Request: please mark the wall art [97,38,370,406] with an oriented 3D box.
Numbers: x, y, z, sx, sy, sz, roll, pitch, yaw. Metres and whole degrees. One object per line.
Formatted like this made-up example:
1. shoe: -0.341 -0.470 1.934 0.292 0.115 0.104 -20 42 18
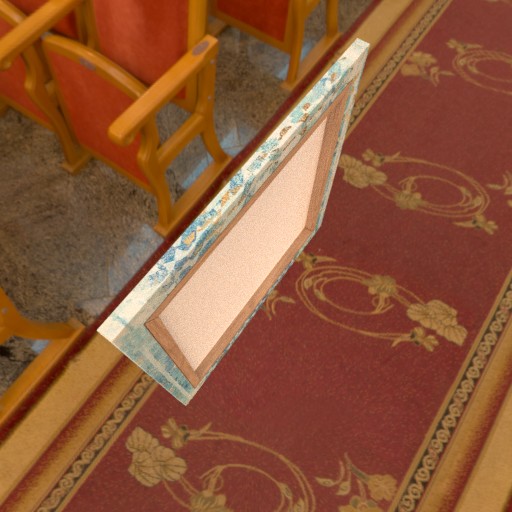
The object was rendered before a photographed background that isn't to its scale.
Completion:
1. wall art: 0.000 0.000 1.351 0.040 0.916 0.916 33 69 14
